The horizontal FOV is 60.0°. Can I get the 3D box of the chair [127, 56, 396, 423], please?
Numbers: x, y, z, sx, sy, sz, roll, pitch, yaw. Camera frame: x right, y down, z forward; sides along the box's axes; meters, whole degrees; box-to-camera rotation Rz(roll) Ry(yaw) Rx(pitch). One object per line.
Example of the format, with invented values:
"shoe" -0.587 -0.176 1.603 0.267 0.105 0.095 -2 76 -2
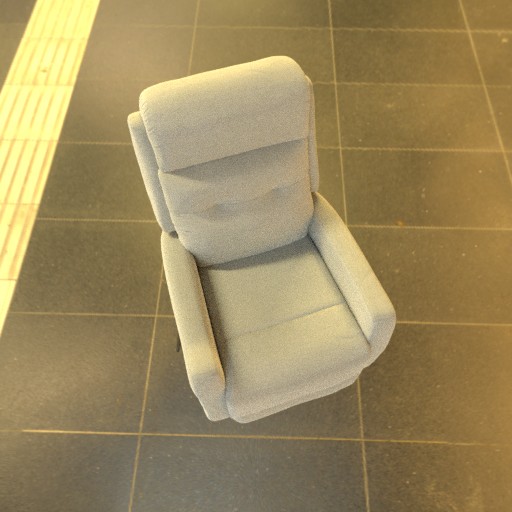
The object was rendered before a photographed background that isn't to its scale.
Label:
"chair" 0.000 0.000 1.707 0.798 1.013 1.043 -16 64 -8
